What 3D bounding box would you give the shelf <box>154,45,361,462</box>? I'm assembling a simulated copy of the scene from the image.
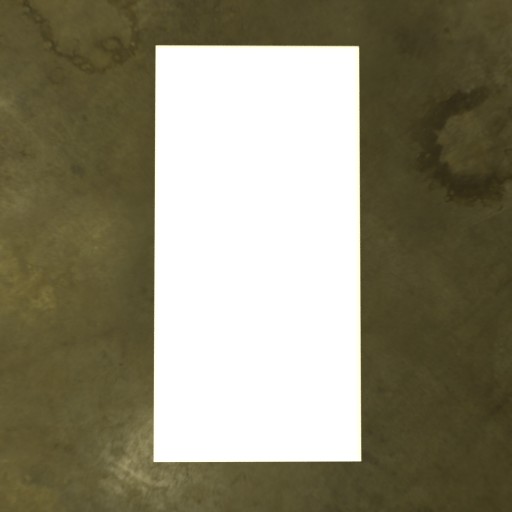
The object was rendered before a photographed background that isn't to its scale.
[{"bbox_3d":[0.000,0.000,1.235,0.390,0.786,0.790,0,89,0],"label":"shelf"}]
